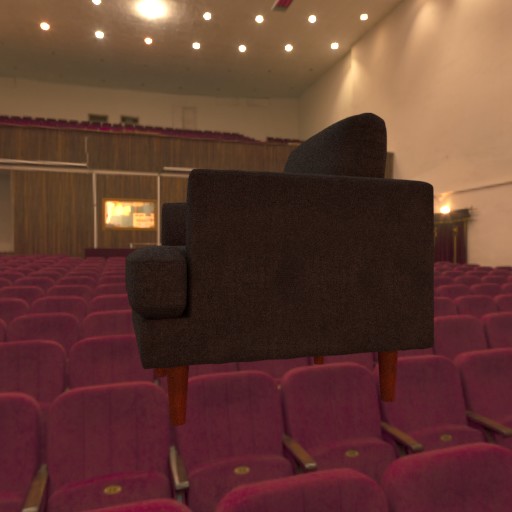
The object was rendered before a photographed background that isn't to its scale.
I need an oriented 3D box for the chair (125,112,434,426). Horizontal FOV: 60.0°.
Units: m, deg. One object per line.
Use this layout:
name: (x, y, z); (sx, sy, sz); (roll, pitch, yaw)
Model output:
chair: (0.000, 0.000, 1.606); (0.899, 0.957, 0.858); (0, 0, -17)
